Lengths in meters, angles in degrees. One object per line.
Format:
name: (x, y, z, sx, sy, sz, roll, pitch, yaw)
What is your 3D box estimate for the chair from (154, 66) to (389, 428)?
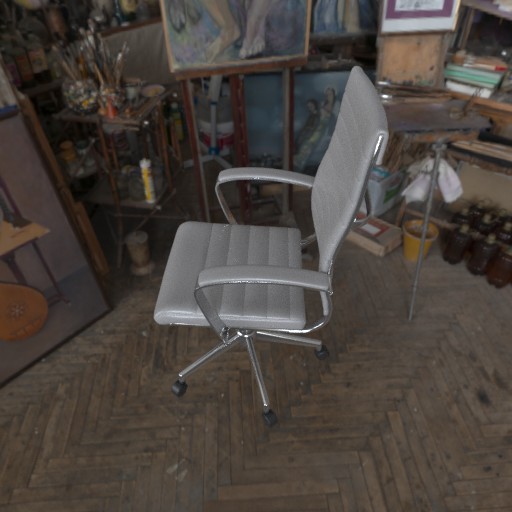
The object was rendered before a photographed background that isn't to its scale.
chair: (0.000, 0.000, 1.545, 0.667, 1.149, 0.679, 1, 41, 2)
